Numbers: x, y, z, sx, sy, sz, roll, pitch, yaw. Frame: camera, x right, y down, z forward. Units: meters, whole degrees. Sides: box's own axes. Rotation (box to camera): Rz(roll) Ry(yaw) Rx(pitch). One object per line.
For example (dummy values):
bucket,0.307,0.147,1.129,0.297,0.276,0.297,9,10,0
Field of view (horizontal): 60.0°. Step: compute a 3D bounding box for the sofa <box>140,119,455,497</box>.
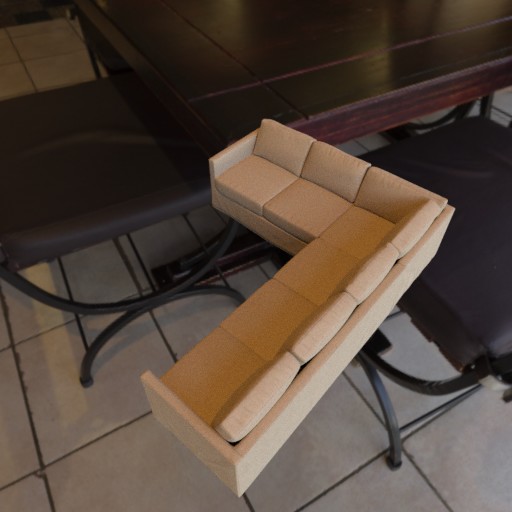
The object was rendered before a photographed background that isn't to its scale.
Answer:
sofa,0.000,0.000,4.215,2.432,0.871,3.182,32,55,27
